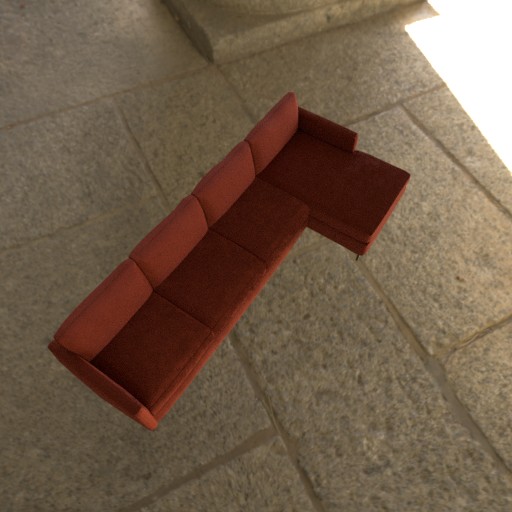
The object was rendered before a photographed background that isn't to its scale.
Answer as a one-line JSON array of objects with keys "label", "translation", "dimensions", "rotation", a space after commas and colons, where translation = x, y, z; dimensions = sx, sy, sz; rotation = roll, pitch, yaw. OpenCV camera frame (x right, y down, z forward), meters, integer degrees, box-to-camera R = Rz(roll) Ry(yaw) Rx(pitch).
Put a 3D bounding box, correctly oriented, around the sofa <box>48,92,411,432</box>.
[{"label": "sofa", "translation": [0.000, 0.000, 3.457], "dimensions": [1.350, 0.810, 2.932], "rotation": [30, 64, 17]}]
